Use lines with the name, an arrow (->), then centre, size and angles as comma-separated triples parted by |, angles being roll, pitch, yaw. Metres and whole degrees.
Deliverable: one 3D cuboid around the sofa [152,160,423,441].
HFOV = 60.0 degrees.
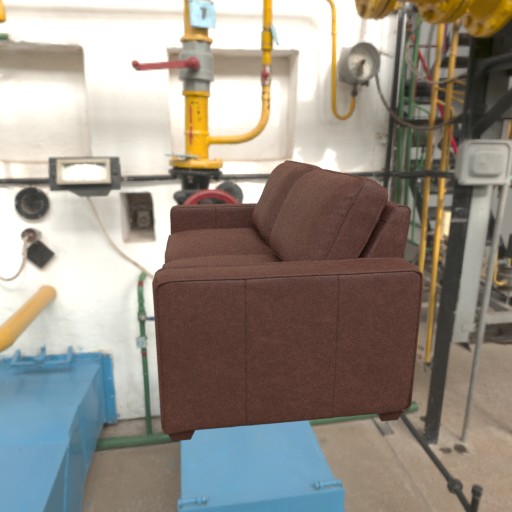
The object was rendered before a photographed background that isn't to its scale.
sofa -> 0.000, 0.000, 2.294 | 0.947, 0.918, 1.709 | -2, 15, -8
